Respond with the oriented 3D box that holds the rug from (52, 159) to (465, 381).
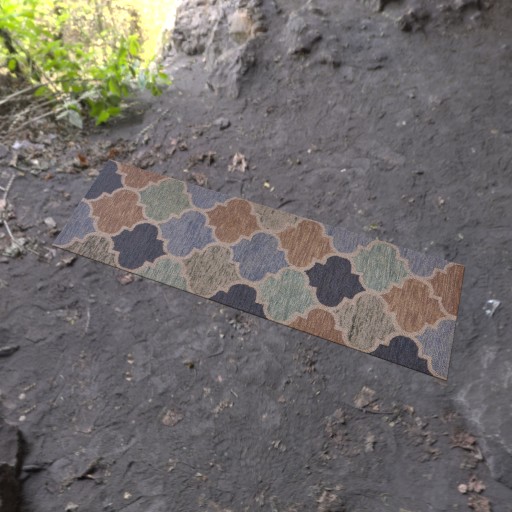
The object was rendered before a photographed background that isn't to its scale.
[{"bbox_3d":[0.000,0.000,2.555,2.287,0.011,0.687,18,64,9],"label":"rug"}]
